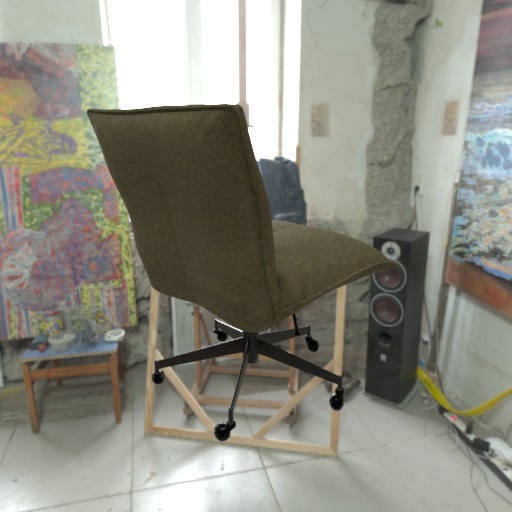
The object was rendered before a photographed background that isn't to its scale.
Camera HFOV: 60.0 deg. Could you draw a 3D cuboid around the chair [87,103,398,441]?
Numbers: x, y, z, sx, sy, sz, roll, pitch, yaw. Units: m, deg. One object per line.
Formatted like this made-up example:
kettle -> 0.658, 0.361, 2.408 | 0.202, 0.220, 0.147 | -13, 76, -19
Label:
chair -> 0.000, 0.000, 1.287 | 0.696, 0.811, 0.597 | -15, 22, -42
